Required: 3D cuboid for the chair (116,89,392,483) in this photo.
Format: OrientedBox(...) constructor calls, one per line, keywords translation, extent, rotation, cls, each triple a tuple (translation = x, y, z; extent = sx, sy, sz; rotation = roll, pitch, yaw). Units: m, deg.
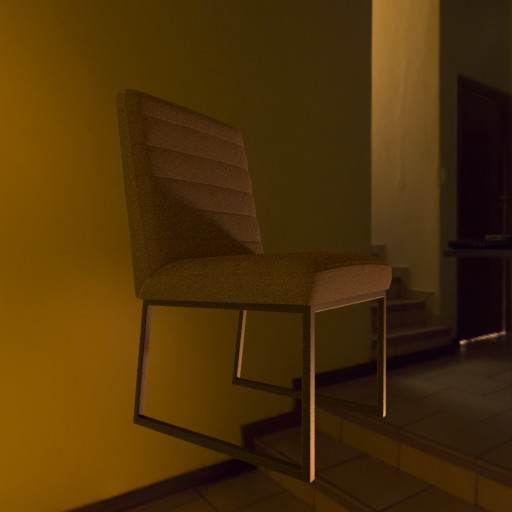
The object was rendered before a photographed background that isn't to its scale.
OrientedBox(translation=(0.000, 0.000, 1.268), extent=(0.634, 0.930, 0.520), rotation=(0, 1, 35), cls="chair")
